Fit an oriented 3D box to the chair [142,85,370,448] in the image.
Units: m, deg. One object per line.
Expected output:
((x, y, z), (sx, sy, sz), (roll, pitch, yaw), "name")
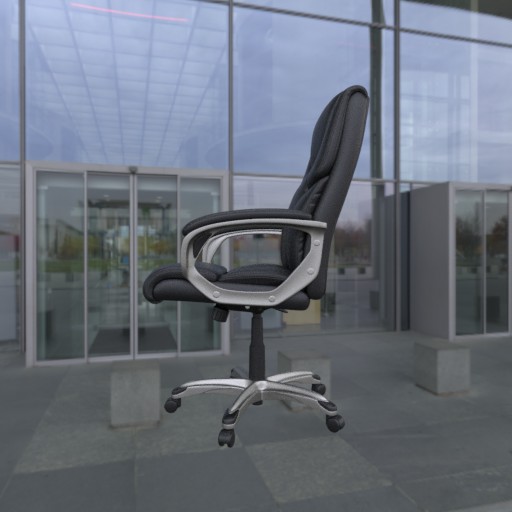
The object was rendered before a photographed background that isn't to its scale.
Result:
((0.000, 0.000, 1.647), (0.739, 1.155, 0.663), (0, 0, -1), "chair")
